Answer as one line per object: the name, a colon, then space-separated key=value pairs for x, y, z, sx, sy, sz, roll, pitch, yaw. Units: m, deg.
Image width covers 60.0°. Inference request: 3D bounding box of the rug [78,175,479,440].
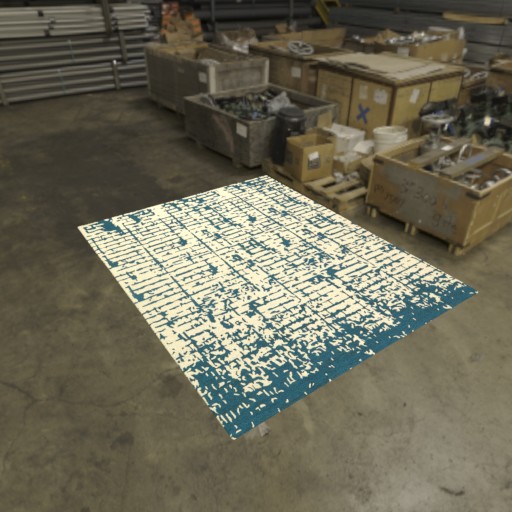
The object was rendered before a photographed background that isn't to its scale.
rug: x=0.000 y=0.000 z=4.140 sx=2.416 sy=0.014 sz=3.017 roll=-21 pitch=38 yaw=-29
